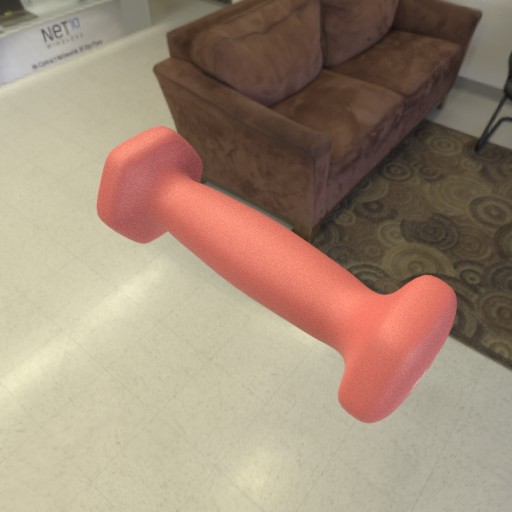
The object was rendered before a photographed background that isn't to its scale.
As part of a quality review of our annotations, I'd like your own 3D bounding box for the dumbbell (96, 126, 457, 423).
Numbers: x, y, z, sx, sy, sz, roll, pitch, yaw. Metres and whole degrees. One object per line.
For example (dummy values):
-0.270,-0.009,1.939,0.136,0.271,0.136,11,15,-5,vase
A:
0.000,0.000,0.146,0.123,0.043,0.047,34,57,26,dumbbell
